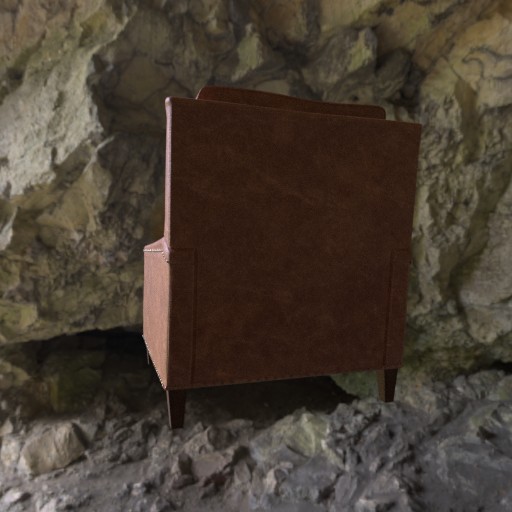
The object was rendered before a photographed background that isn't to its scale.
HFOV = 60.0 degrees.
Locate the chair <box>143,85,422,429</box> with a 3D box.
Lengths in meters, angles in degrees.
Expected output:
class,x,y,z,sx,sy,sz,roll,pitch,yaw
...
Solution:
class,x,y,z,sx,sy,sz,roll,pitch,yaw
chair,0.000,0.000,1.839,0.854,1.054,1.035,0,1,-18
